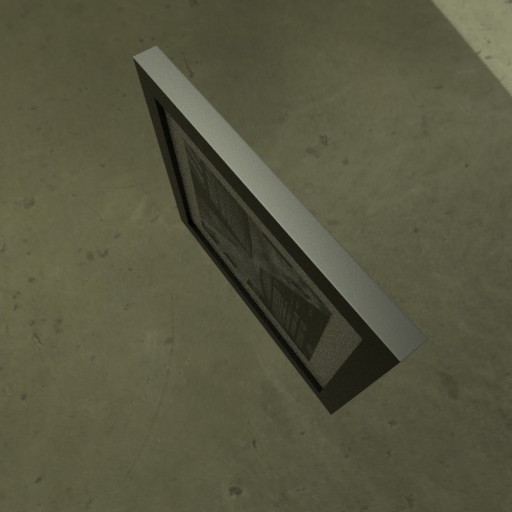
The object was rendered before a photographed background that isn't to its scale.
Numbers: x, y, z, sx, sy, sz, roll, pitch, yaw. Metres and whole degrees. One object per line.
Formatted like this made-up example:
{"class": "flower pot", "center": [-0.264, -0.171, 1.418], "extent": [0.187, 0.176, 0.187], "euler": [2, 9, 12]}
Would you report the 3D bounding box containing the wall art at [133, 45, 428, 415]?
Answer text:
{"class": "wall art", "center": [0.000, 0.000, 0.527], "extent": [0.028, 0.321, 0.381], "euler": [-34, 69, -15]}
